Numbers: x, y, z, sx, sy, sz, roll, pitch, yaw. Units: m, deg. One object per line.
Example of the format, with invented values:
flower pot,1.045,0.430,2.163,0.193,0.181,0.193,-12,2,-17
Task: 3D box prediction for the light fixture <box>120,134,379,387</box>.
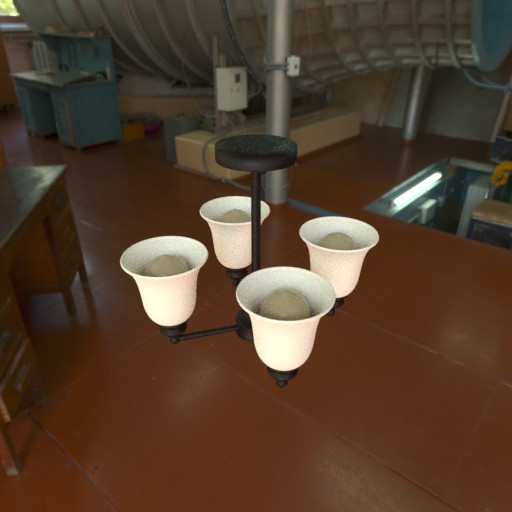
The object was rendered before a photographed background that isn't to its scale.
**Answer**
light fixture,0.000,0.000,1.832,1.069,0.925,1.069,-8,30,-14
